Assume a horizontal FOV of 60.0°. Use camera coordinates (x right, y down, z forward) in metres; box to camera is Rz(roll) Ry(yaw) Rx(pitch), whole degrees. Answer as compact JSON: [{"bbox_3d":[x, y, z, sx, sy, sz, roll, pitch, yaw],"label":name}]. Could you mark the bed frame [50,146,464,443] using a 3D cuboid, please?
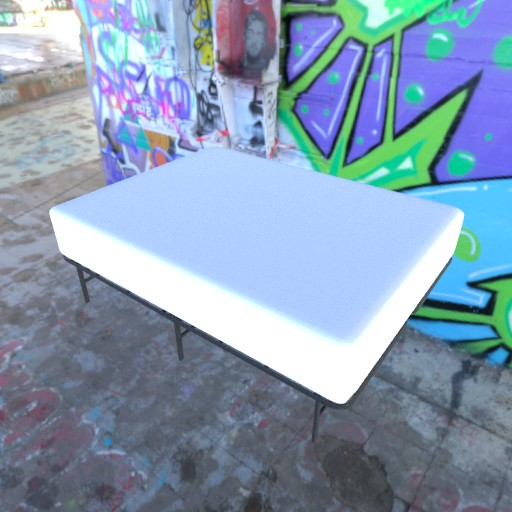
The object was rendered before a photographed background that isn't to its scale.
[{"bbox_3d":[0.000,0.000,2.829,2.037,0.677,1.528,22,38,31],"label":"bed frame"}]
